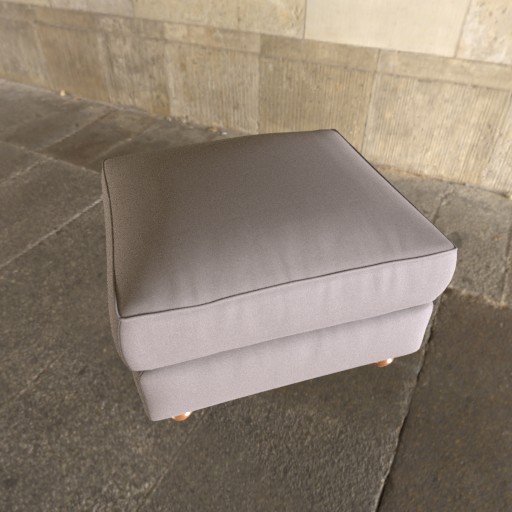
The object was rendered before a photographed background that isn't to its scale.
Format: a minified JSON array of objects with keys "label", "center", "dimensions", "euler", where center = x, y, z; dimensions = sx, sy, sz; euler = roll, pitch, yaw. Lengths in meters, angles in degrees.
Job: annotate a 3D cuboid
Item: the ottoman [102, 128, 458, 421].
[{"label":"ottoman","center":[0.000,0.000,1.177],"dimensions":[0.721,0.505,0.662],"euler":[-11,41,-13]}]
